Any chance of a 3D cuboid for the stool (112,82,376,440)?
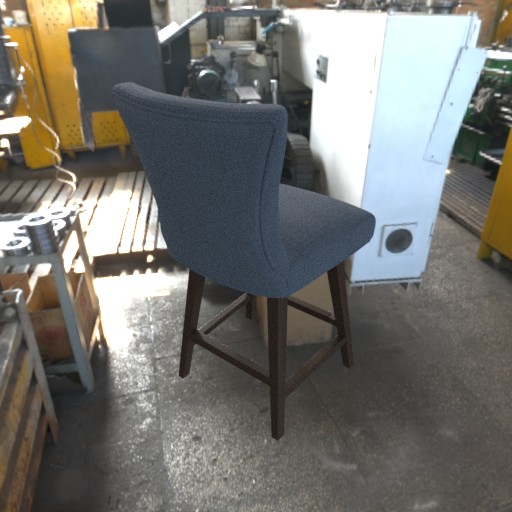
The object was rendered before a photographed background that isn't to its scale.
[{"bbox_3d":[0.000,0.000,1.345,0.514,1.000,0.574,21,36,33],"label":"stool"}]
